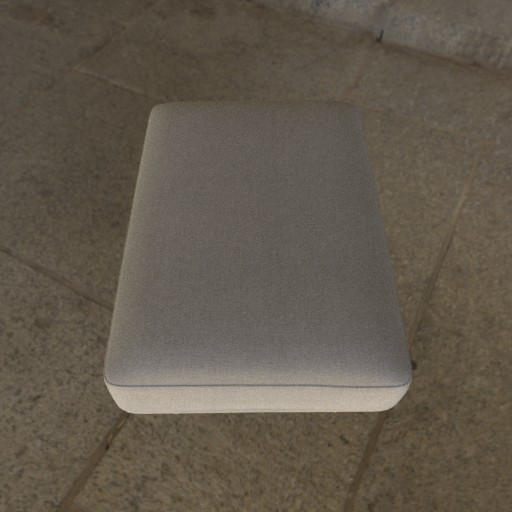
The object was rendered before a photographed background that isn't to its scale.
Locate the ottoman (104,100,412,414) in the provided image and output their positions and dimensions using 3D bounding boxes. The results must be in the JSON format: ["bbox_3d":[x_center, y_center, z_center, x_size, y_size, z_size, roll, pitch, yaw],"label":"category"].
[{"bbox_3d":[0.000,0.000,1.071,0.549,0.428,0.749,0,57,0],"label":"ottoman"}]
